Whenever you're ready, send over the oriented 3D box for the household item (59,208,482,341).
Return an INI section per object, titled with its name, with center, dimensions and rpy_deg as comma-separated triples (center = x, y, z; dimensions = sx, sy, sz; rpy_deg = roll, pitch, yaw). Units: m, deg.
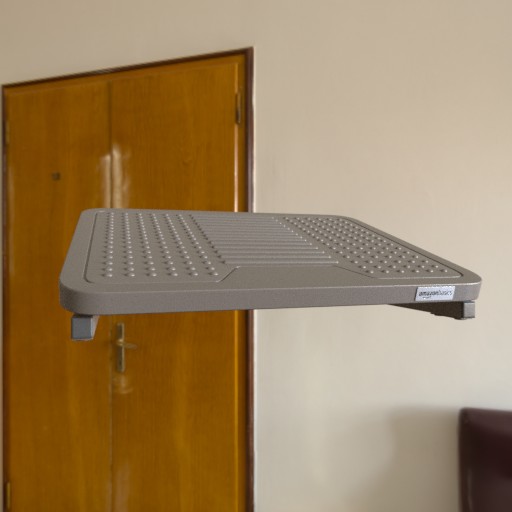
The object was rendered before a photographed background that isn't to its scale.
[household item]
center = 0.000, 0.000, 0.509
dimensions = 0.390, 0.126, 0.301
rpy_deg = 0, 0, -17
